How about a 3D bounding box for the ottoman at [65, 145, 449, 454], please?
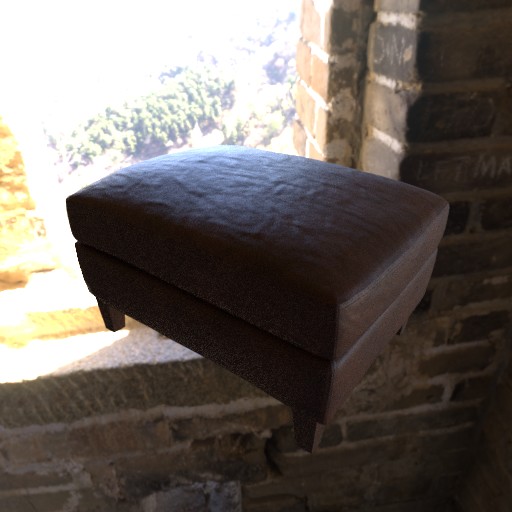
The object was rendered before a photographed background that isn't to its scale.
[{"bbox_3d":[0.000,0.000,1.282,0.887,0.527,0.659,20,35,32],"label":"ottoman"}]
